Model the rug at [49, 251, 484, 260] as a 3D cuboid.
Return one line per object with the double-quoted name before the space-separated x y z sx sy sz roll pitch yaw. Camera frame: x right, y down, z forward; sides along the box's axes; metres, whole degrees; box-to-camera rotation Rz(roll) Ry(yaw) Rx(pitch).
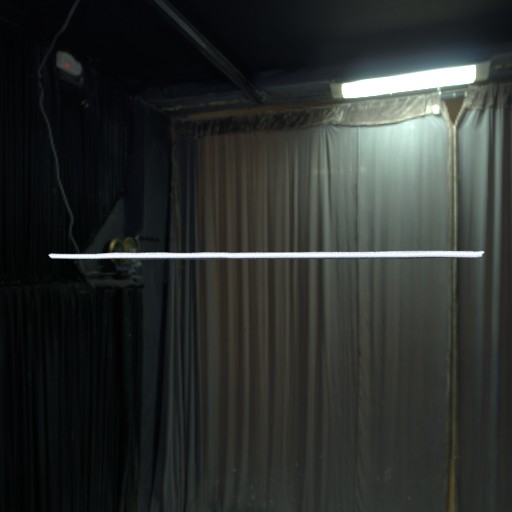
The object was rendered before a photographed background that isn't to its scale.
"rug" 0.000 0.000 2.706 2.381 0.035 0.832 0 -1 19
